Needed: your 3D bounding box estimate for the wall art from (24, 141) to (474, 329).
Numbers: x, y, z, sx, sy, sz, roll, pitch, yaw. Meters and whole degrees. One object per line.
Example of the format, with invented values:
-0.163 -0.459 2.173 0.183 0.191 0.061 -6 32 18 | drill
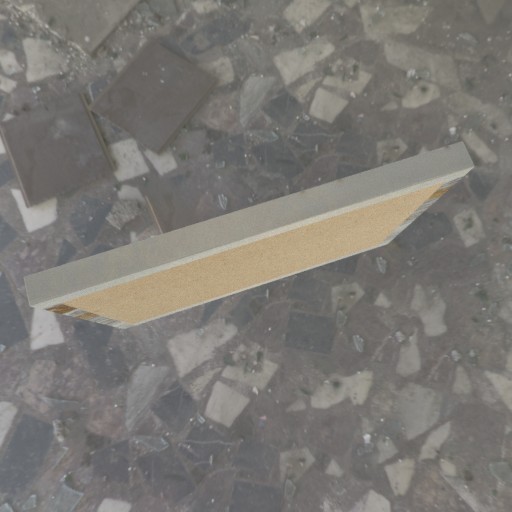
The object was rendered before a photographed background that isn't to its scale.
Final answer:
0.000 0.000 0.776 0.606 0.407 0.041 -18 77 -4 | wall art
